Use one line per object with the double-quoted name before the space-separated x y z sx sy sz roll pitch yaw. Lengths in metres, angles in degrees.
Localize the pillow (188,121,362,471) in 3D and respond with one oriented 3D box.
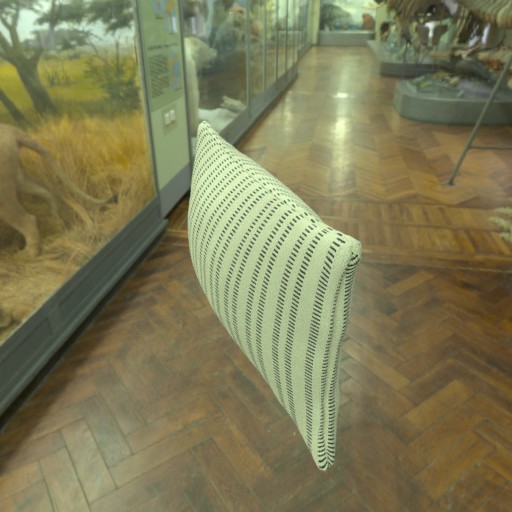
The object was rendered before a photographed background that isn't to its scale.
"pillow" 0.000 0.000 0.793 0.210 0.353 0.640 -10 30 -18
